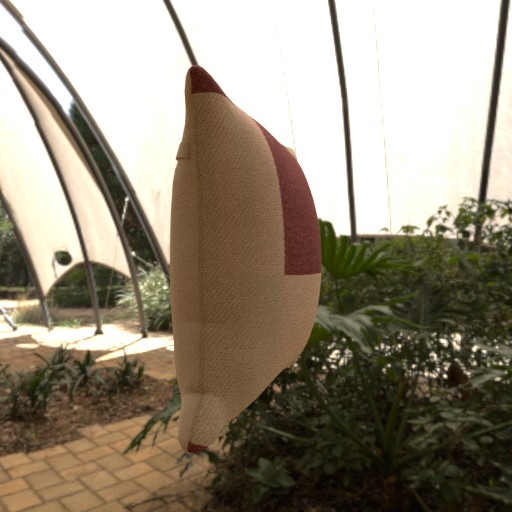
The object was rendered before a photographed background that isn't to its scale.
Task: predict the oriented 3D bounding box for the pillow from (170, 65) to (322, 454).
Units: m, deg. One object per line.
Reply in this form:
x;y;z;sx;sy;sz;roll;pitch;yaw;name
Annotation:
0.000;0.000;0.804;0.229;0.506;0.536;0;-1;18;pillow
